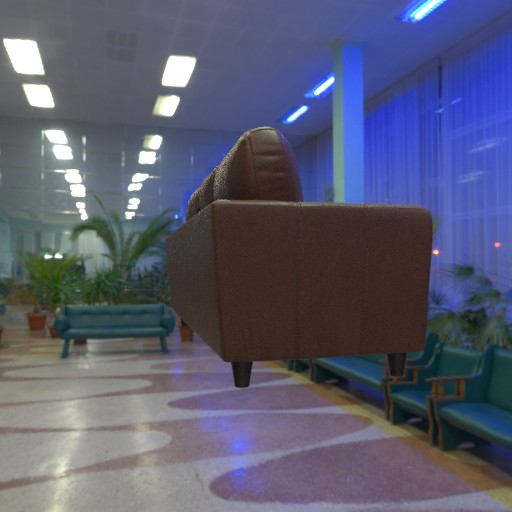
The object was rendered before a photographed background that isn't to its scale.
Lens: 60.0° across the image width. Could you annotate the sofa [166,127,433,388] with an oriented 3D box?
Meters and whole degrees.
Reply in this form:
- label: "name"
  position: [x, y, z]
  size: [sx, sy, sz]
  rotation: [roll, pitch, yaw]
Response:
- label: "sofa"
  position: [0.000, 0.000, 2.334]
  size: [0.802, 0.915, 1.862]
  rotation: [0, -1, -16]
